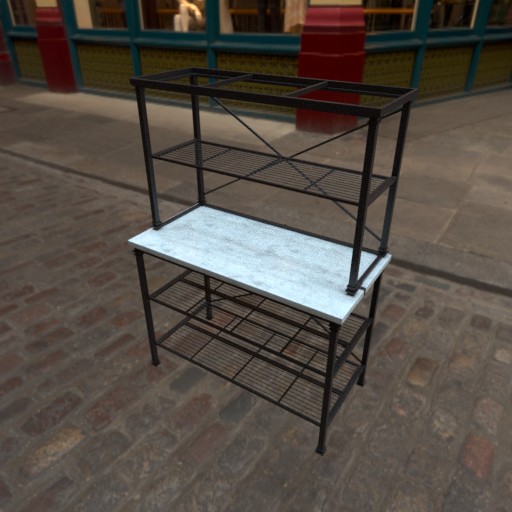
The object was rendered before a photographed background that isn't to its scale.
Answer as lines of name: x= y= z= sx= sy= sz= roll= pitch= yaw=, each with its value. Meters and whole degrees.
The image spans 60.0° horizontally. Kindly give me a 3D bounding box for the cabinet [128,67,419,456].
cabinet: x=0.000 y=0.000 z=2.280 sx=1.210 sy=1.659 sz=0.610 roll=18 pitch=35 yaw=28
